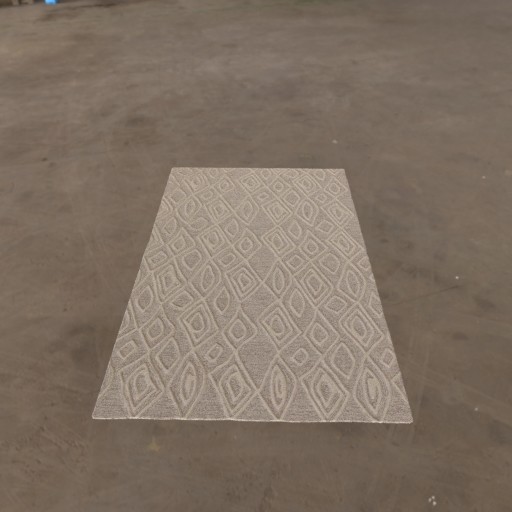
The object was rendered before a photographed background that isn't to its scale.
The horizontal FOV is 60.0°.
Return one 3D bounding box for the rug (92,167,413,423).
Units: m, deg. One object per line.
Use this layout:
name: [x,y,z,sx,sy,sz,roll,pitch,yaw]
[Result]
rug: [0.000,0.000,3.042,1.546,0.010,2.442,1,40,1]
